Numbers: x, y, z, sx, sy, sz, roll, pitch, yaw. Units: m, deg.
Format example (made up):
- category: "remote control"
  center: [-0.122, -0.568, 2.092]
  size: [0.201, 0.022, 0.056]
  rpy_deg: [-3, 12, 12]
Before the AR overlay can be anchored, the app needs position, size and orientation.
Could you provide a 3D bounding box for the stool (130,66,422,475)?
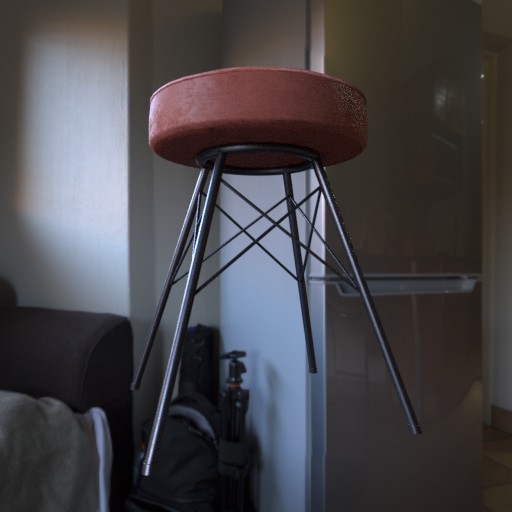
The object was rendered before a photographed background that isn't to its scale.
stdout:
- category: "stool"
  center: [0.000, 0.000, 0.862]
  size: [0.457, 0.593, 0.421]
  rpy_deg: [0, 0, -18]
